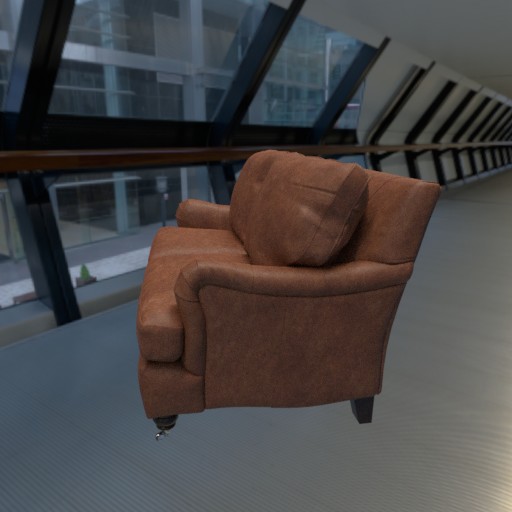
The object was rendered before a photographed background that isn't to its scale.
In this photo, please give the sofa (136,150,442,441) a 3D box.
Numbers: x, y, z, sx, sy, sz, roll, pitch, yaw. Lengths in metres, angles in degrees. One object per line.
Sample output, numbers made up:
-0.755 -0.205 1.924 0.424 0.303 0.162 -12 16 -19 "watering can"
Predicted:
0.000 0.000 2.209 1.077 1.004 1.527 -3 16 -9 "sofa"
